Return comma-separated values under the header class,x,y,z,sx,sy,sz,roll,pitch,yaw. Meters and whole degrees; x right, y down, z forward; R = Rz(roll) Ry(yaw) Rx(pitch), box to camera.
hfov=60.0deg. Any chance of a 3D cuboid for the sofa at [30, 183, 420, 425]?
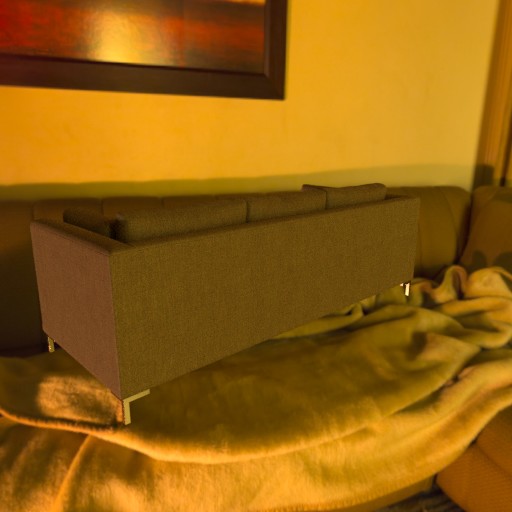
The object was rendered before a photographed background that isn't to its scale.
class,x,y,z,sx,sy,sz,roll,pitch,yaw
sofa,0.000,0.000,2.879,2.415,0.867,0.969,-13,20,-41
